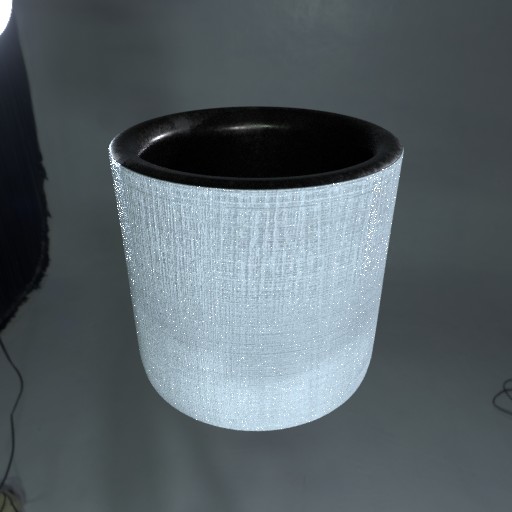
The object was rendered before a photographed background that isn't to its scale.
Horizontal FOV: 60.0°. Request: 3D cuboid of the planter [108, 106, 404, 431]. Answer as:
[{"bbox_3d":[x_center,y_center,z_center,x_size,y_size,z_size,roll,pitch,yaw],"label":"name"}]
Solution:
[{"bbox_3d":[0.000,0.000,0.283,0.160,0.156,0.160,0,30,0],"label":"planter"}]
